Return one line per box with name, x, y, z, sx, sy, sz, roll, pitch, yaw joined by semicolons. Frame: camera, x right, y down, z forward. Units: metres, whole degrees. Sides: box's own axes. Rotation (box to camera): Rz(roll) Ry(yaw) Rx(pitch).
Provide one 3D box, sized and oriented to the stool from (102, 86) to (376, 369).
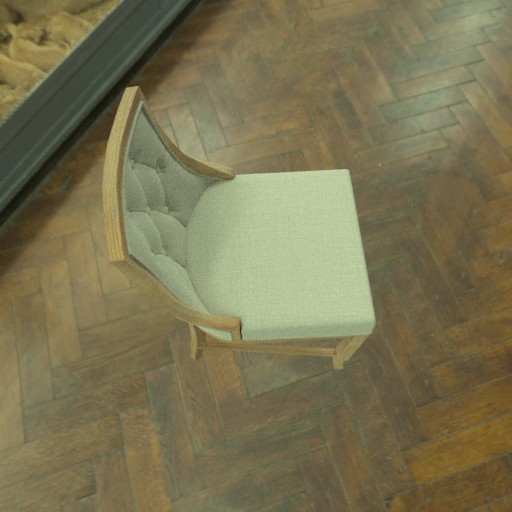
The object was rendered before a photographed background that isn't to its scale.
stool;0.000;0.000;1.337;0.626;0.938;0.524;-3;65;-1
